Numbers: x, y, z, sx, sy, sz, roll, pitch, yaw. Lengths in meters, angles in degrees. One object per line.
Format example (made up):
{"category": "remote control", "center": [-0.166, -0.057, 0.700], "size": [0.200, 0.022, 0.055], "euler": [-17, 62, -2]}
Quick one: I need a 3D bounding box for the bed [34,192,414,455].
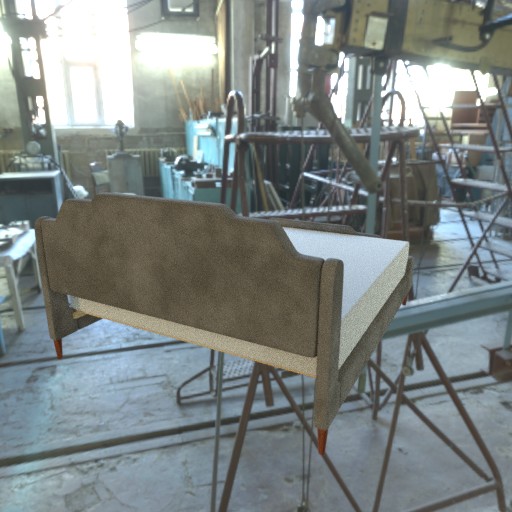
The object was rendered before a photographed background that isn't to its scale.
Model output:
{"category": "bed", "center": [0.000, 0.000, 3.523], "size": [2.074, 1.245, 2.340], "euler": [9, 19, 27]}
